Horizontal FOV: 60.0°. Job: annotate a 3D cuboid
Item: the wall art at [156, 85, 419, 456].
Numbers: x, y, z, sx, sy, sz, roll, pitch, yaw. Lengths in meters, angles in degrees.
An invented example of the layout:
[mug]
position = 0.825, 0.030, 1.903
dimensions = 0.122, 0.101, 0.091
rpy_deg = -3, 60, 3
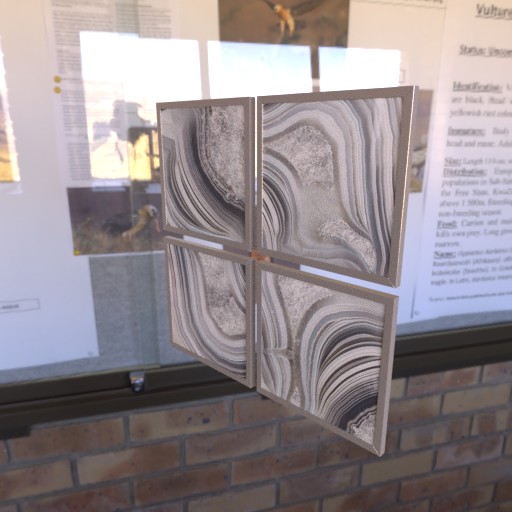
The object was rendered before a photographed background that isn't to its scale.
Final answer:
[wall art]
position = 0.000, 0.000, 1.647
dimensions = 1.118, 1.118, 0.029
rpy_deg = 14, 21, 41
